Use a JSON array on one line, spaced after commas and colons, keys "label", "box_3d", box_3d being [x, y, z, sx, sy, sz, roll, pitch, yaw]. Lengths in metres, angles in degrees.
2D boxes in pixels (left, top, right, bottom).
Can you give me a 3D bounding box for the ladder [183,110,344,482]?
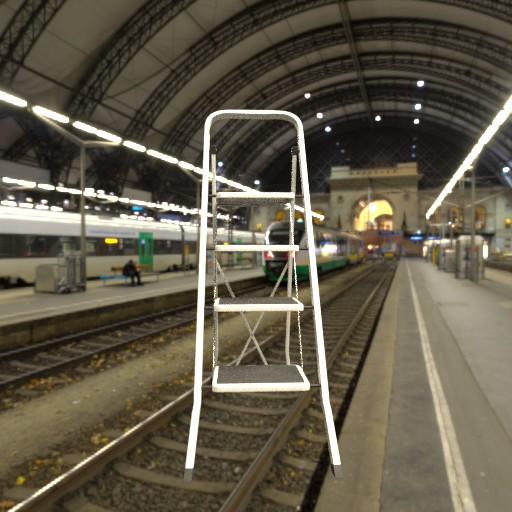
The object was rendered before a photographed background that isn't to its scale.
[{"label": "ladder", "box_3d": [0.000, 0.000, 1.708, 0.460, 1.265, 0.914, 0, 1, -3]}]
